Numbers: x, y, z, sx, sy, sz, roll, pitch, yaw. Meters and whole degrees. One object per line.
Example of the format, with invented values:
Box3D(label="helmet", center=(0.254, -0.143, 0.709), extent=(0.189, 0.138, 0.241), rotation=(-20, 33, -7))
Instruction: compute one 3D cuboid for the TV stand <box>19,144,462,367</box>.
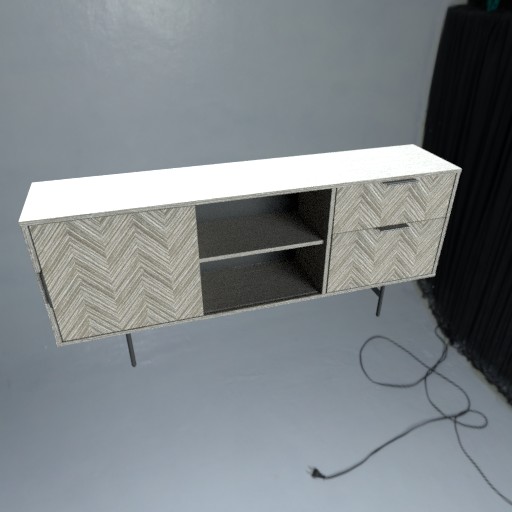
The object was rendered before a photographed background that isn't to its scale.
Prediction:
Box3D(label="TV stand", center=(0.000, 0.000, 2.085), extent=(1.804, 0.787, 0.405), rotation=(-9, 32, -14))
